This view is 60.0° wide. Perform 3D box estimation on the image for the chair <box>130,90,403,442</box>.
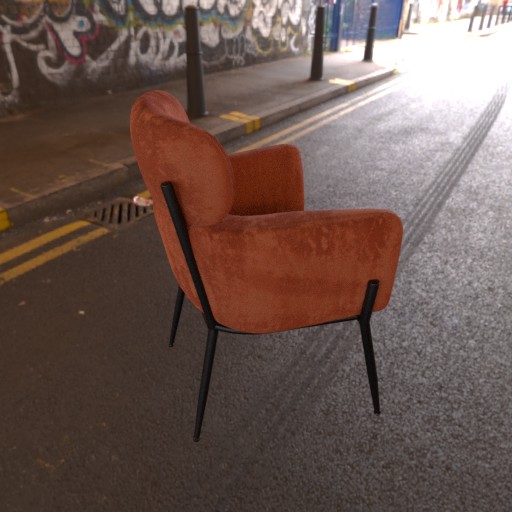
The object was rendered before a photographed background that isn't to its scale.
[{"bbox_3d":[0.000,0.000,1.120,0.523,0.772,0.561,-10,31,-16],"label":"chair"}]
